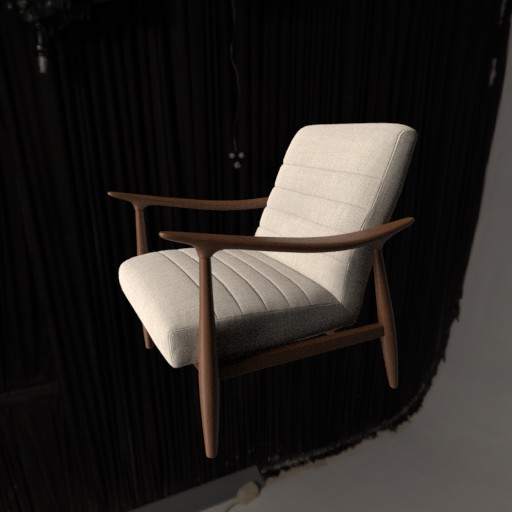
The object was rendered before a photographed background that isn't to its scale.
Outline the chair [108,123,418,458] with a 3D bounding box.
[{"bbox_3d":[0.000,0.000,1.450,0.798,0.832,0.741,-8,18,-26],"label":"chair"}]
